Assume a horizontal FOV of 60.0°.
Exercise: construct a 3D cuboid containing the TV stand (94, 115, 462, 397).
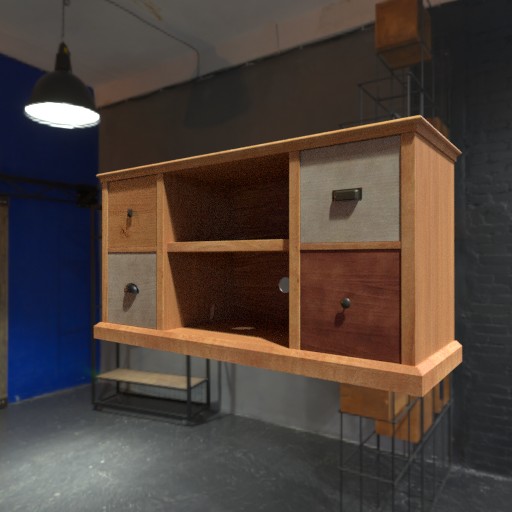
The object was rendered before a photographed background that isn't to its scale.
[{"bbox_3d":[0.000,0.000,1.464,1.181,0.607,0.417,0,0,36],"label":"TV stand"}]
